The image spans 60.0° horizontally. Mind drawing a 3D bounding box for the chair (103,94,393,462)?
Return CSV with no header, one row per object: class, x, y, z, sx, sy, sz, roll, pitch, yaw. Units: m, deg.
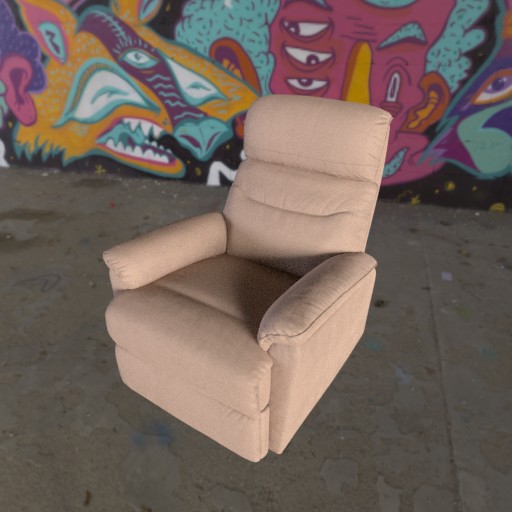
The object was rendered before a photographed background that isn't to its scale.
chair,0.000,0.000,1.677,0.820,1.037,1.004,18,33,30
